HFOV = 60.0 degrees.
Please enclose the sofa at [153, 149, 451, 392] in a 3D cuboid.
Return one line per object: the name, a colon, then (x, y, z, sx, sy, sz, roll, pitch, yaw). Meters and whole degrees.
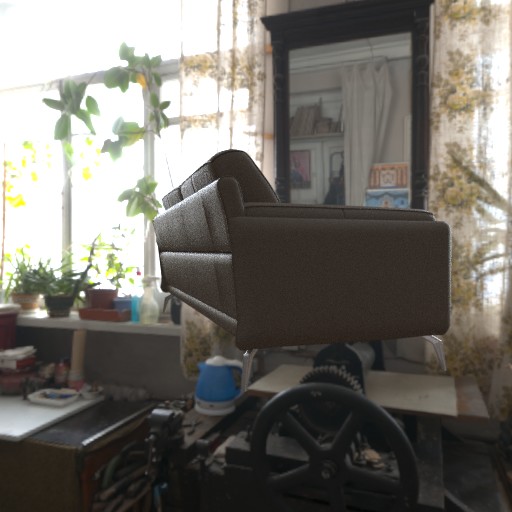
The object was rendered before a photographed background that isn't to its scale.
sofa: (0.000, 0.000, 2.598, 1.049, 0.930, 2.101, 0, 1, -19)
